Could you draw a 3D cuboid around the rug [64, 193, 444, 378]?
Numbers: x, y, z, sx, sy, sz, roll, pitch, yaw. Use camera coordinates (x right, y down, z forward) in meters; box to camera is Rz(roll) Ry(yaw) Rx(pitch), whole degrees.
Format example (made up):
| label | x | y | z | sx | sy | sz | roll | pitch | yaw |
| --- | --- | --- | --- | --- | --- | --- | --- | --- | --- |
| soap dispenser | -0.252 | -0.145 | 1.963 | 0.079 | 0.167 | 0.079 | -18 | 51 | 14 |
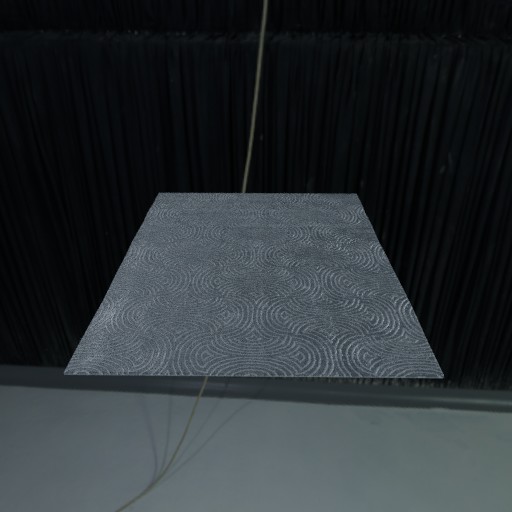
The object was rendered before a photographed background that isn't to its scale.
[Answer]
| label | x | y | z | sx | sy | sz | roll | pitch | yaw |
| --- | --- | --- | --- | --- | --- | --- | --- | --- | --- |
| rug | 0.000 | 0.000 | 4.153 | 2.456 | 0.021 | 3.042 | 0 | 30 | 1 |
